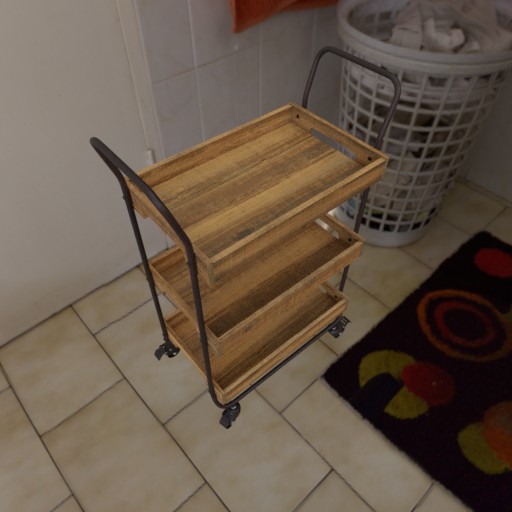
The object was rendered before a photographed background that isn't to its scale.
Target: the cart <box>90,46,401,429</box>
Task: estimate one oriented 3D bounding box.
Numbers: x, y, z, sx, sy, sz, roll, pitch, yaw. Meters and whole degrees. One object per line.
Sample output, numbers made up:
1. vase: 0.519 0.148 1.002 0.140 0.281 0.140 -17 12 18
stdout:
1. cart: 0.000 0.000 1.142 0.583 0.857 0.339 -32 55 -26
